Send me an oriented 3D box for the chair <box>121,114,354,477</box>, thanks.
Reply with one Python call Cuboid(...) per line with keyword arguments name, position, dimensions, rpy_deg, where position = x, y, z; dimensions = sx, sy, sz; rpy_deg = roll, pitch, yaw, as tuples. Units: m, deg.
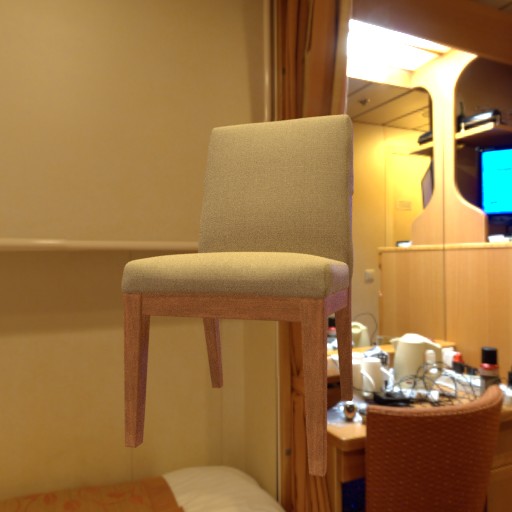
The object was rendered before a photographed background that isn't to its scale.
Cuboid(name="chair", position=(0.000, 0.000, 1.246), dimensions=(0.507, 0.911, 0.586), rpy_deg=(0, -1, 18))
